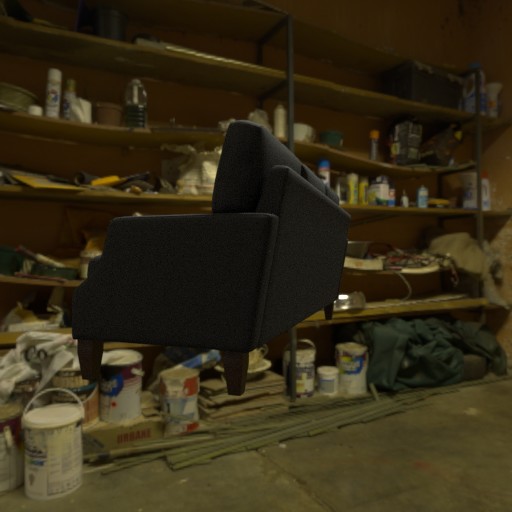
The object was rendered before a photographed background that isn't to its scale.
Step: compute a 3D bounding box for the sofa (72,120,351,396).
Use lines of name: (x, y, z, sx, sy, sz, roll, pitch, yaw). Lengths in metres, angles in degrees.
sofa: (0.000, 0.000, 2.597, 0.888, 0.984, 2.115, 0, 0, 19)
